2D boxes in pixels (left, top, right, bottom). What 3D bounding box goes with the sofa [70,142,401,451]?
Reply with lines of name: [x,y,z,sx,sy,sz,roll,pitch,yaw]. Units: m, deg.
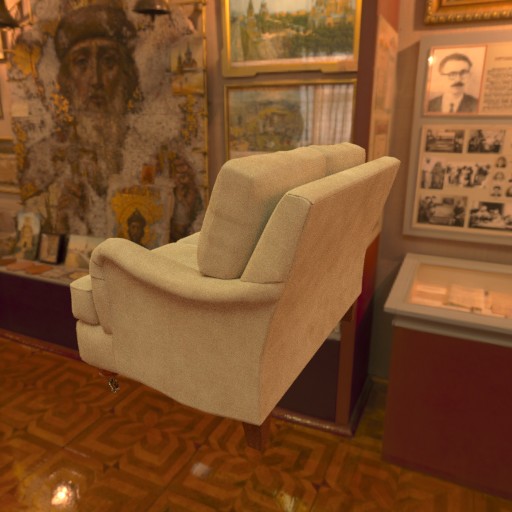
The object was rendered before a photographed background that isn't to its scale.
sofa: [0.000,0.000,2.227,1.086,1.087,1.498,9,19,26]
